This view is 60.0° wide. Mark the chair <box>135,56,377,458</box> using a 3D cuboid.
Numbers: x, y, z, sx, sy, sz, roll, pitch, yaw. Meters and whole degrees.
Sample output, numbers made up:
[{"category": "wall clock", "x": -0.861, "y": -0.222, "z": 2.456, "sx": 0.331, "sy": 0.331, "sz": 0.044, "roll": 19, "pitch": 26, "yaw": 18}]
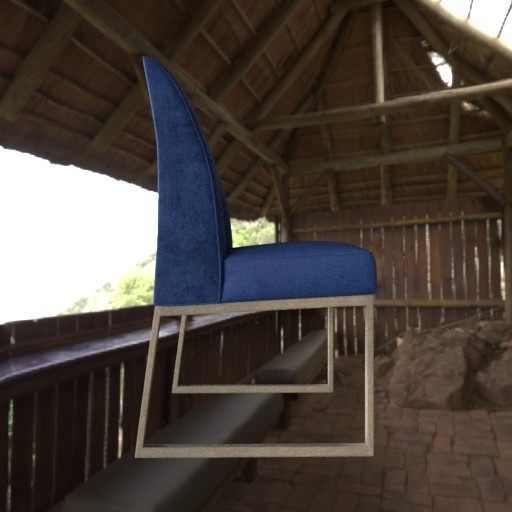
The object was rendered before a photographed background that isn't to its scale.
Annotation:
[{"category": "chair", "x": 0.000, "y": 0.000, "z": 1.185, "sx": 0.522, "sy": 0.863, "sz": 0.508, "roll": 0, "pitch": 0, "yaw": -1}]
